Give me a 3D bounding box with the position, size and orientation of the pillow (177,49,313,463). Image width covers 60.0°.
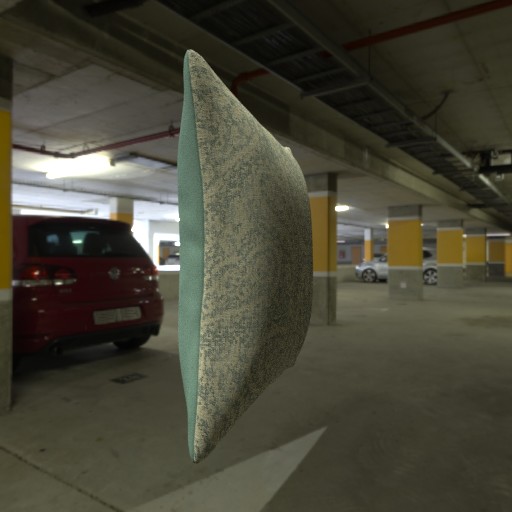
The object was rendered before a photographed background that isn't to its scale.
[{"bbox_3d":[0.000,0.000,0.786,0.166,0.507,0.526,0,0,17],"label":"pillow"}]
